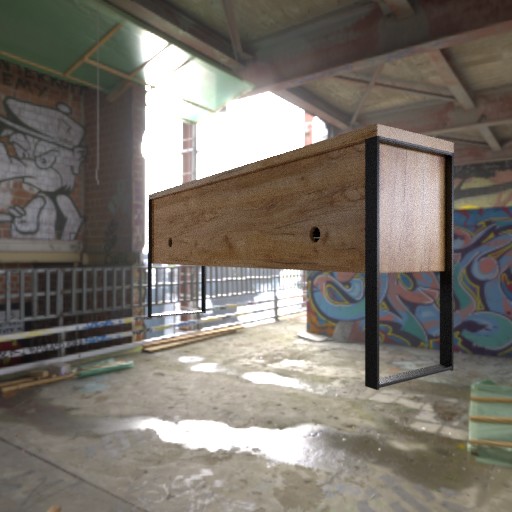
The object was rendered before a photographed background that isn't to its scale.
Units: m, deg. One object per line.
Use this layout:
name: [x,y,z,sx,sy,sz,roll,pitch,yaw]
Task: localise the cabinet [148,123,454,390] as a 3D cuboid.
cabinet: [0.000,0.000,2.120,0.395,0.762,1.800,0,0,-34]
